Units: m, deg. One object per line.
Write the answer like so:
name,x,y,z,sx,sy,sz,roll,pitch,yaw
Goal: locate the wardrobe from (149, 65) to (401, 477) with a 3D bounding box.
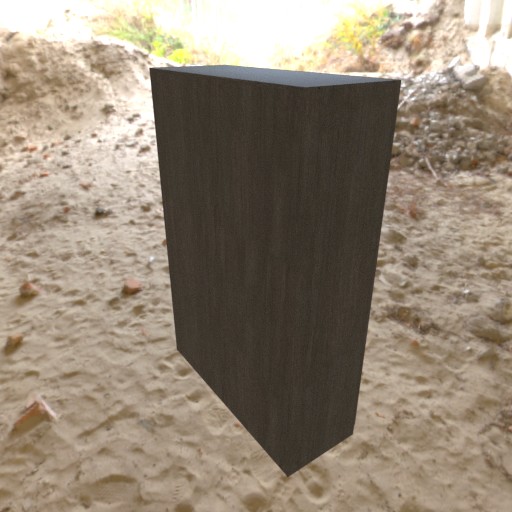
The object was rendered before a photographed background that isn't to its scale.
wardrobe,0.000,0.000,2.493,0.510,1.910,1.290,-17,31,-31
